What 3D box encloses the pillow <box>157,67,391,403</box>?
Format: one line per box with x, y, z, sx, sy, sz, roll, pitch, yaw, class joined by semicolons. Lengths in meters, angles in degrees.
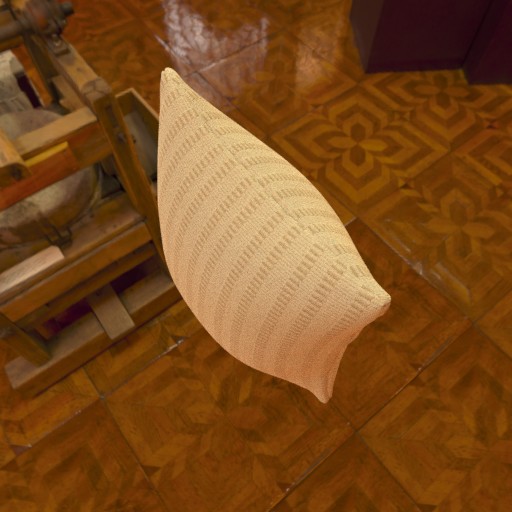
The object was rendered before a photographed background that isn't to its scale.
0.000;0.000;0.693;0.247;0.419;0.438;-32;65;-17;pillow
